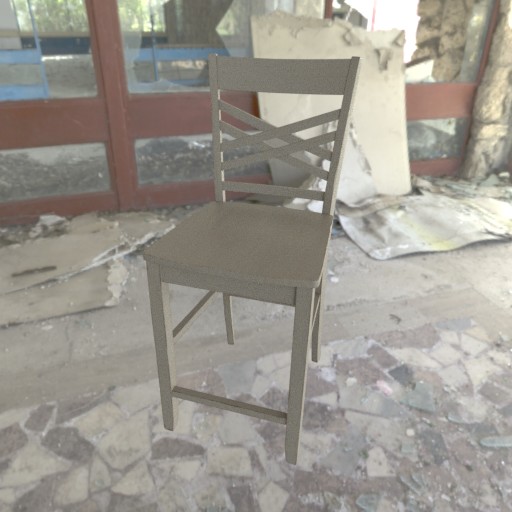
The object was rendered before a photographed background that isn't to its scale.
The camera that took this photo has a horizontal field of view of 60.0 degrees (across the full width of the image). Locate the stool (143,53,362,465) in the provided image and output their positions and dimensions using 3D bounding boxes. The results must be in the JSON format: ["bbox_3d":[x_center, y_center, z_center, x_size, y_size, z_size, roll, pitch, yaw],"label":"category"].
[{"bbox_3d":[0.000,0.000,1.336,0.462,1.079,0.539,9,29,16],"label":"stool"}]
